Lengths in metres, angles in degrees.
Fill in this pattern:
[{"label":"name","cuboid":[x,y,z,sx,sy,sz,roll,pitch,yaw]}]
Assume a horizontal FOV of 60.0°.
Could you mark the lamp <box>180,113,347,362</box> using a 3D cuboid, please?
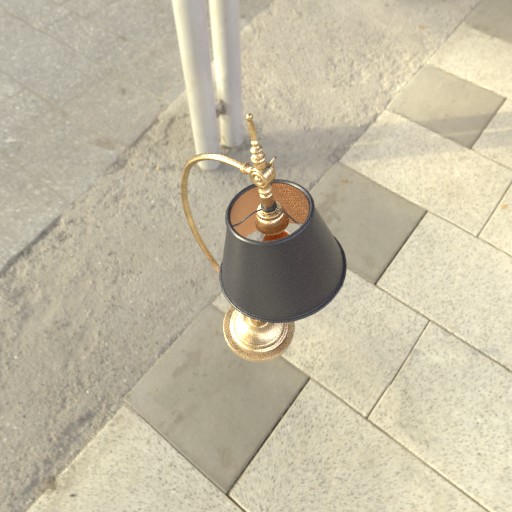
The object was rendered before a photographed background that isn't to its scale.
[{"label":"lamp","cuboid":[0.000,0.000,0.845,0.344,0.675,0.235,32,64,17]}]
